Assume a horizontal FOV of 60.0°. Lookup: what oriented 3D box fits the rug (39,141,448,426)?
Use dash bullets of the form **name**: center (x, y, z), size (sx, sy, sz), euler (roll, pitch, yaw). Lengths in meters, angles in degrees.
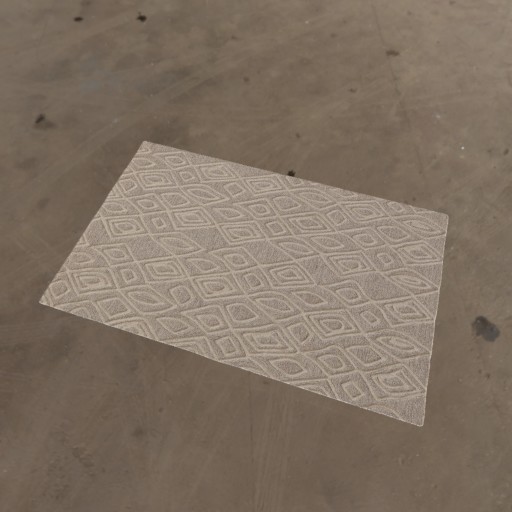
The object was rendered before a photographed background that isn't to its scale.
- **rug**: center (0.000, 0.000, 3.028), size (2.442, 0.010, 1.546), euler (16, 59, 10)
